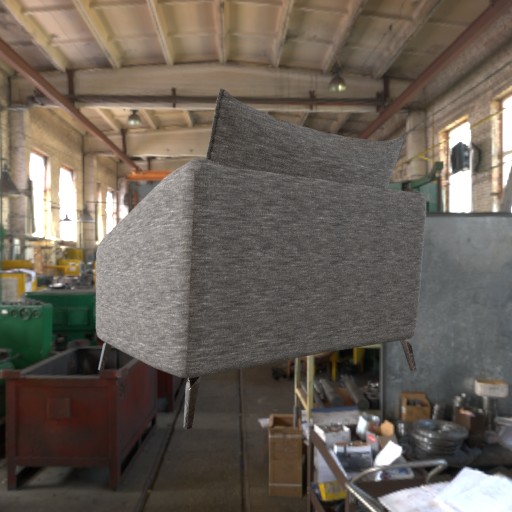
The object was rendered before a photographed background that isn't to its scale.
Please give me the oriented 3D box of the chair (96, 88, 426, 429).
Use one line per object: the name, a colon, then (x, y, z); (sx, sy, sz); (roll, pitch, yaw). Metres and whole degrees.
chair: (0.000, 0.000, 1.625); (1.004, 0.842, 0.805); (0, 0, -36)
